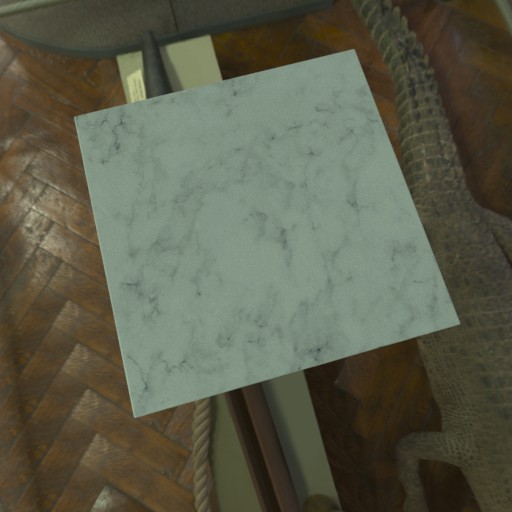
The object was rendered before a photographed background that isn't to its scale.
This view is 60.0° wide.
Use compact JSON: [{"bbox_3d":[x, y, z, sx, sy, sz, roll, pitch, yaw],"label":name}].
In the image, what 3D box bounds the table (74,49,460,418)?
[{"bbox_3d":[0.000,0.000,0.878,0.450,0.500,0.450,-15,77,-4],"label":"table"}]
